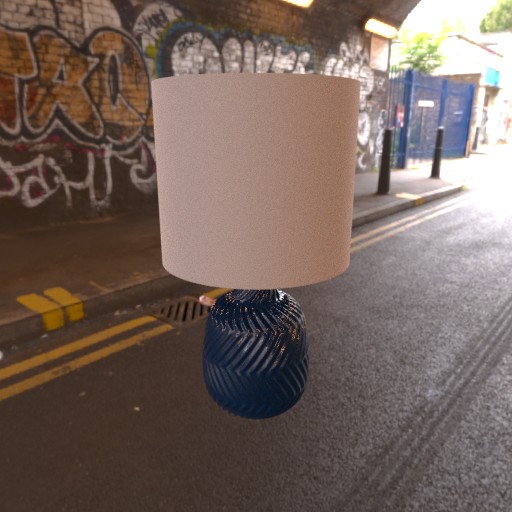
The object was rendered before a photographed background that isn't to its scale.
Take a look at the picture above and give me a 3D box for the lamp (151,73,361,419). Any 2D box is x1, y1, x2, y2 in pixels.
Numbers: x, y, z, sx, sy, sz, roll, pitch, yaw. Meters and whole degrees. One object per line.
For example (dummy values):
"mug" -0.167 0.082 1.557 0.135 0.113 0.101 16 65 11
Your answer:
"lamp" 0.000 0.000 0.491 0.203 0.368 0.203 -3 17 -10
